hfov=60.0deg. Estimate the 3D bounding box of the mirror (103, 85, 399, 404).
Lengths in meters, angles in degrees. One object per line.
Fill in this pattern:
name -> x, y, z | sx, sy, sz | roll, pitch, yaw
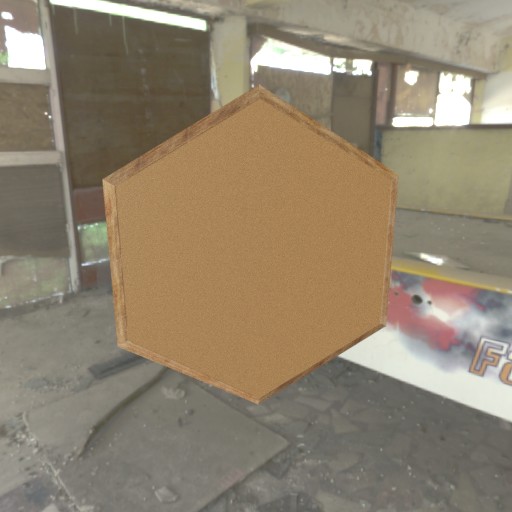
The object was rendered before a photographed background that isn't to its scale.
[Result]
mirror -> 0.000, 0.000, 1.085 | 0.675, 0.779, 0.091 | -3, 16, -9
